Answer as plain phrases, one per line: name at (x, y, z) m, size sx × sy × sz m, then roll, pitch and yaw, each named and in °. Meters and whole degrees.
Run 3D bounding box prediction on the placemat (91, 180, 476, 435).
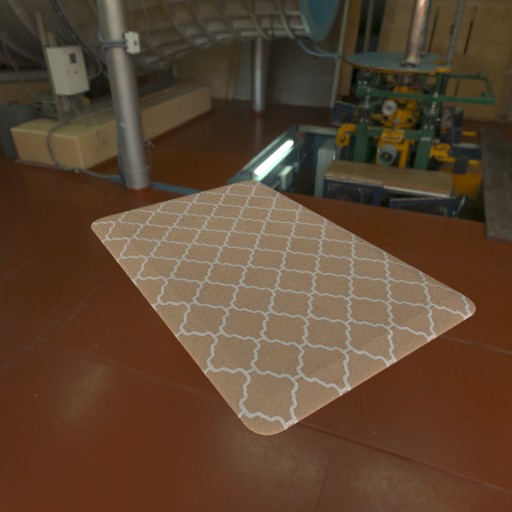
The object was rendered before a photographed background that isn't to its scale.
placemat at (0.000, 0.000, 0.966) m, size 0.508 × 0.021 × 0.762 m, roll -20°, pitch 37°, yaw -29°
